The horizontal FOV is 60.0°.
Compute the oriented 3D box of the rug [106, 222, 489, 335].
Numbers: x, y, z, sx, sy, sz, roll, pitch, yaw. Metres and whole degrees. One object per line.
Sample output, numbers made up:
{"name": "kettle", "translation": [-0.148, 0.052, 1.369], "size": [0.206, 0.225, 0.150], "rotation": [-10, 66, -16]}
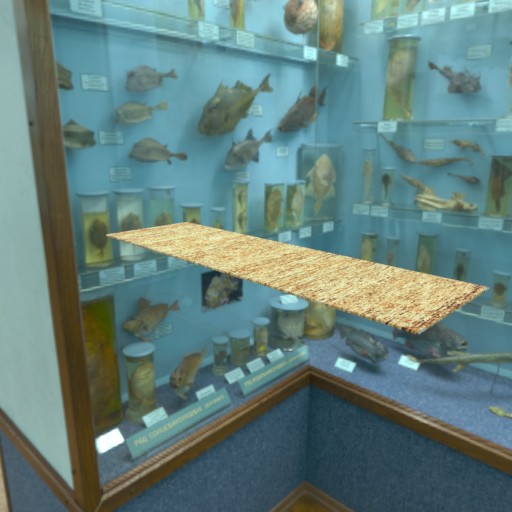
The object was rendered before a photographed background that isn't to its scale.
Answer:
{"name": "rug", "translation": [0.000, 0.000, 2.492], "size": [0.680, 0.014, 2.237], "rotation": [-14, 20, -43]}
